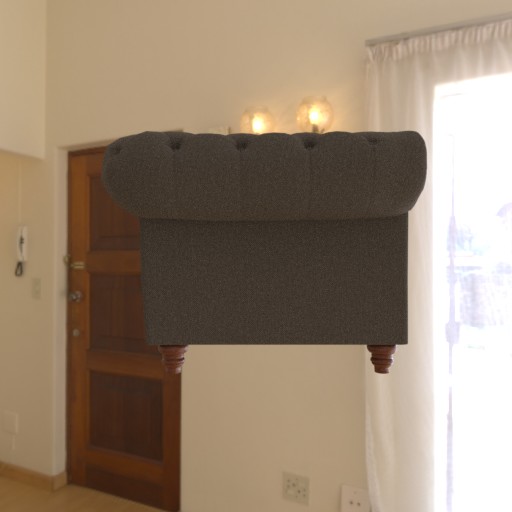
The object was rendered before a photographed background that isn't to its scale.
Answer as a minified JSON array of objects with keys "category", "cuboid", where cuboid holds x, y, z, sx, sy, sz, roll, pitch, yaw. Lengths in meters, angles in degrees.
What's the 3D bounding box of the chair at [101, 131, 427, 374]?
[{"category":"chair","cuboid":[0.000,0.000,1.861,0.976,0.770,1.270,0,-1,0]}]
